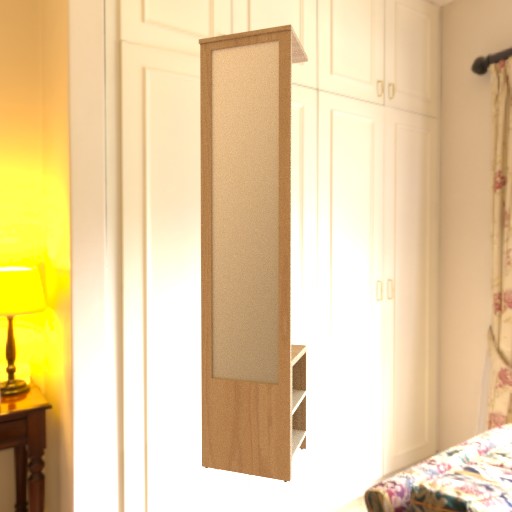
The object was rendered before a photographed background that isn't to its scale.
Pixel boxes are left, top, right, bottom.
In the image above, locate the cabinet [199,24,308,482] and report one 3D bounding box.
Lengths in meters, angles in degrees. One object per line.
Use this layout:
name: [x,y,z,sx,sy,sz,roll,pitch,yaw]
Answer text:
cabinet: [0.000,0.000,2.034,0.411,1.879,0.338,0,1,19]
